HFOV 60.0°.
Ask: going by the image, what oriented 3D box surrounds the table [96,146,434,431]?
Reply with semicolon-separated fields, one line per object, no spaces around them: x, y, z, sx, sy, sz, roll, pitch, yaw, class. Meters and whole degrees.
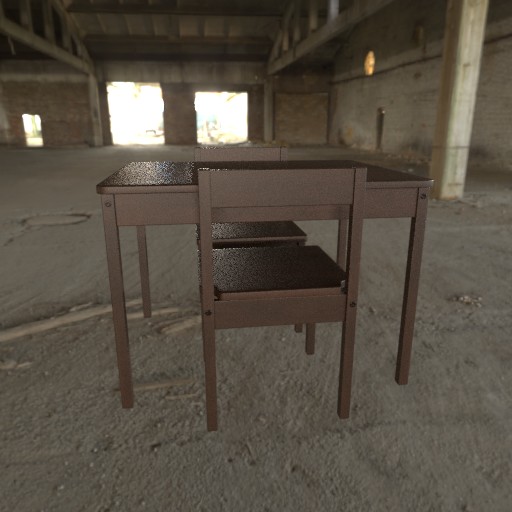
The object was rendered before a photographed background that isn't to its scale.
0.000;0.000;1.121;0.650;0.503;0.672;-2;17;-8;table
